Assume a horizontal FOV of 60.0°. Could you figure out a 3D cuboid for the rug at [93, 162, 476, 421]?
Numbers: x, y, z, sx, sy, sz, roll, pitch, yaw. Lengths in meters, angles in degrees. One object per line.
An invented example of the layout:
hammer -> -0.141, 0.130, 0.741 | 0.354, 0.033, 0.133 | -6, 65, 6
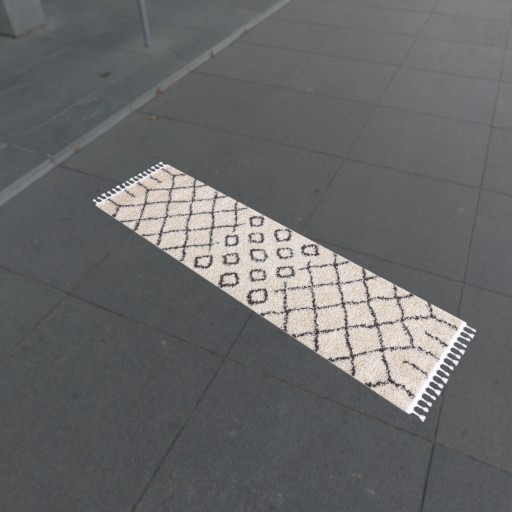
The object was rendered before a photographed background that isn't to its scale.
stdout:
rug -> 0.000, 0.000, 2.688 | 2.464, 0.005, 0.660 | 31, 52, 27
